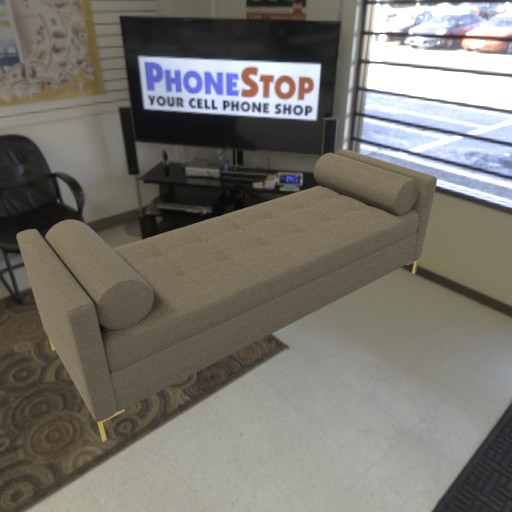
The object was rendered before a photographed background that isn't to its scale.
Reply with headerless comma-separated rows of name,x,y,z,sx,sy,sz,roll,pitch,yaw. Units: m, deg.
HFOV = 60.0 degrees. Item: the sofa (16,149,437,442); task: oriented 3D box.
sofa,0.000,0.000,2.259,1.981,0.635,0.686,-21,36,-32
